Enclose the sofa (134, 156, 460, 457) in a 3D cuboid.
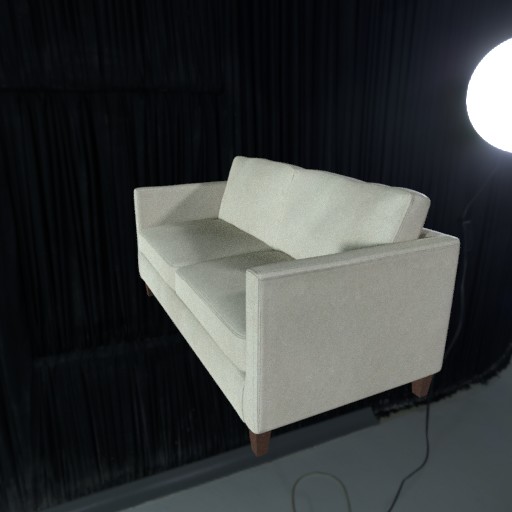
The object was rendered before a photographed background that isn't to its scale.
[{"bbox_3d":[0.000,0.000,2.414,0.950,0.940,1.846,-9,20,-25],"label":"sofa"}]
